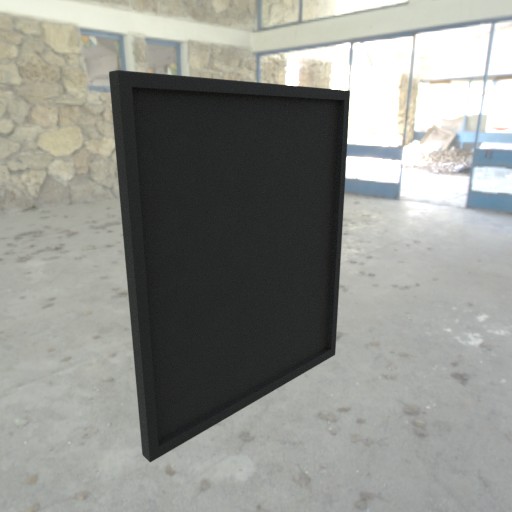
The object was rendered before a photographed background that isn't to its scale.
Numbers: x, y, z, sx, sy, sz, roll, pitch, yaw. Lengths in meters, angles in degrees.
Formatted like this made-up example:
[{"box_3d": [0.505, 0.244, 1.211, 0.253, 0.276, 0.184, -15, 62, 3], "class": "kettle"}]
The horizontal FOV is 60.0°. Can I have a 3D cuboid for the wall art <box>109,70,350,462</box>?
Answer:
[{"box_3d": [0.000, 0.000, 0.697, 0.432, 0.508, 0.021, -15, 23, -42], "class": "wall art"}]
